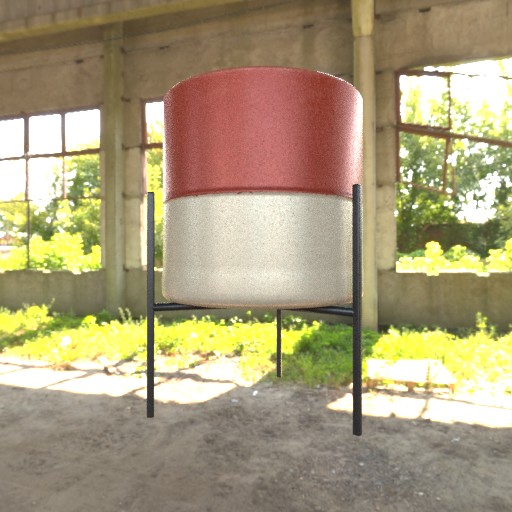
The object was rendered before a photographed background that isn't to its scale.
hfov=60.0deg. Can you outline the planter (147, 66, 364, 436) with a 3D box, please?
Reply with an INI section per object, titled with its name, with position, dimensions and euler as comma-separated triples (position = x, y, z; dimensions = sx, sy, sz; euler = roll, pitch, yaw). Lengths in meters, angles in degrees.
[planter]
position = 0.000, 0.000, 0.525
dimensions = 0.251, 0.354, 0.235
euler = 0, 0, -17
